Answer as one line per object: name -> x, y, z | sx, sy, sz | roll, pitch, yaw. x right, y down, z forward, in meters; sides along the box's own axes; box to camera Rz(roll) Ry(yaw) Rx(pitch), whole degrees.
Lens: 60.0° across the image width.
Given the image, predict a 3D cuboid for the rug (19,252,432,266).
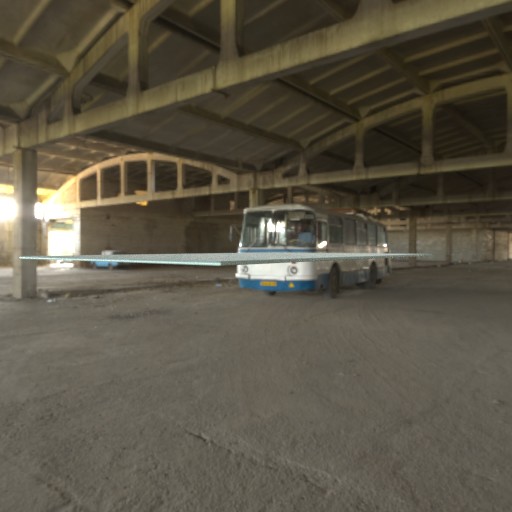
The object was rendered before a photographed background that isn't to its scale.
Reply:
rug -> 0.000, 0.000, 2.301 | 1.219, 0.012, 1.840 | 1, 1, 39
